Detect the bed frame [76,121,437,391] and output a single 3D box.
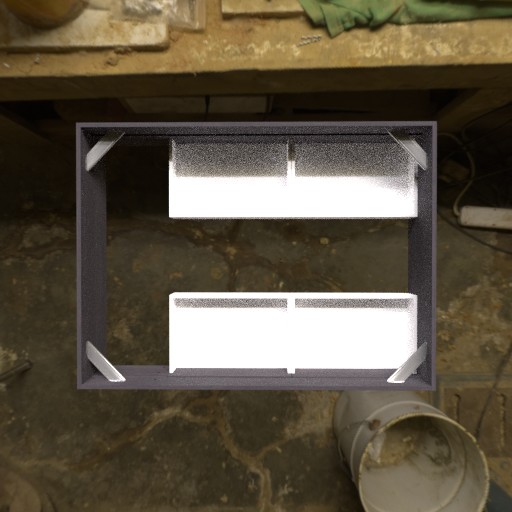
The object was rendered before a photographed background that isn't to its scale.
[{"bbox_3d":[0.000,0.000,2.592,1.944,0.459,1.448,0,91,1],"label":"bed frame"}]
